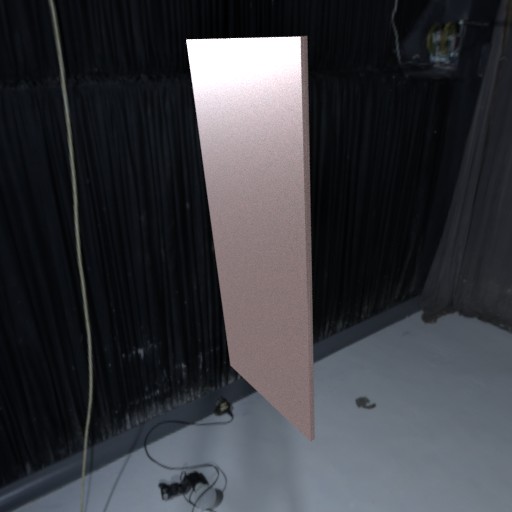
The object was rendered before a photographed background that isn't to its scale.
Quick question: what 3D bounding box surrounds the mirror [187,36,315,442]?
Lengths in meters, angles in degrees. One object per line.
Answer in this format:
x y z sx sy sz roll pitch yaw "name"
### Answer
0.000 0.000 2.289 0.221 2.020 0.812 -17 30 -32 "mirror"
